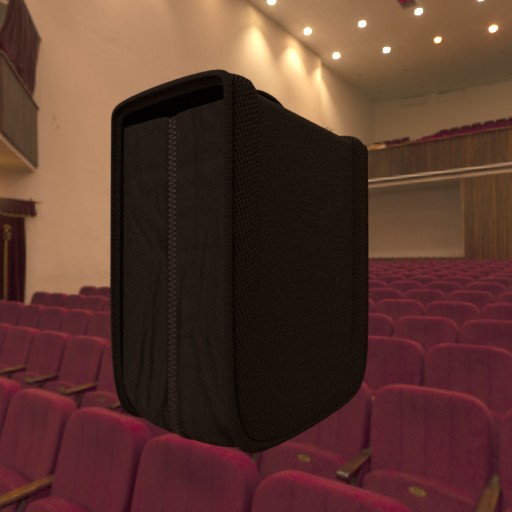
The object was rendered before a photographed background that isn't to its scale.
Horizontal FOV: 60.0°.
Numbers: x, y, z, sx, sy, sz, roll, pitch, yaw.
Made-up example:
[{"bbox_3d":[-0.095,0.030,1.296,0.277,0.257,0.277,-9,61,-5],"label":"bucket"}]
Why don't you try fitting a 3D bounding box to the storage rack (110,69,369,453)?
[{"bbox_3d":[0.000,0.000,0.533,0.168,0.387,0.297,-1,-1,37],"label":"storage rack"}]
